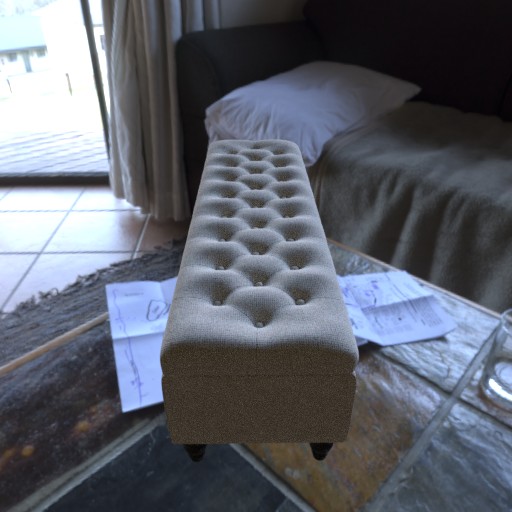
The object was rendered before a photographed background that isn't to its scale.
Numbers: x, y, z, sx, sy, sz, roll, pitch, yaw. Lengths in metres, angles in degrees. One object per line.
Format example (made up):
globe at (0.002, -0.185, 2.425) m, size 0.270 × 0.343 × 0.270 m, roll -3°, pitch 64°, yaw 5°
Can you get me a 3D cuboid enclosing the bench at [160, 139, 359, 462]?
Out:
bench at (0.000, 0.000, 1.690) m, size 0.455 × 0.467 × 1.480 m, roll 0°, pitch 32°, yaw -1°
